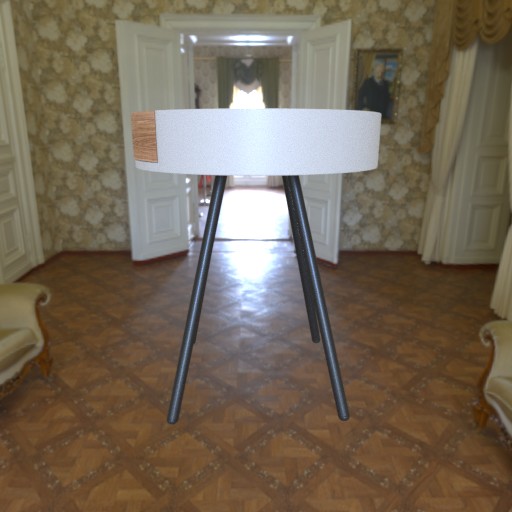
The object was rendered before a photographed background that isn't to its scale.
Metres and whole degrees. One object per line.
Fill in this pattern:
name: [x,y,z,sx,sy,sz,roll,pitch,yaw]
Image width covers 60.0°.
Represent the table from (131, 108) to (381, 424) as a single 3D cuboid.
table: [0.000,0.000,0.864,0.450,0.525,0.450,0,15,0]
